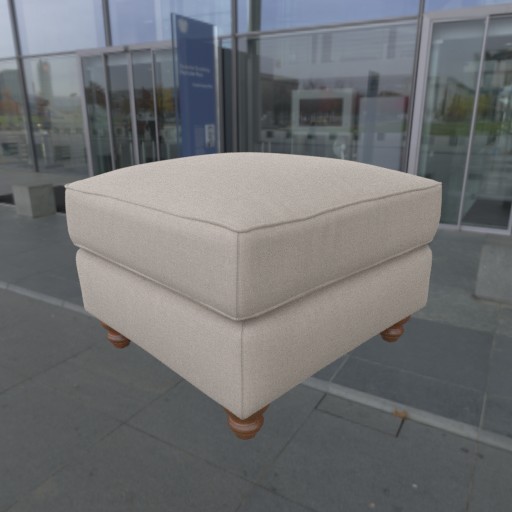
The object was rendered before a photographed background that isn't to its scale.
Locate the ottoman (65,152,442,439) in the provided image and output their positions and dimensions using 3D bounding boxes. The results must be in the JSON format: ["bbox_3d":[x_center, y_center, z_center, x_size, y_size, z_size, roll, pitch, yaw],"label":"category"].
[{"bbox_3d":[0.000,0.000,1.132,0.716,0.505,0.662,-16,24,-42],"label":"ottoman"}]
